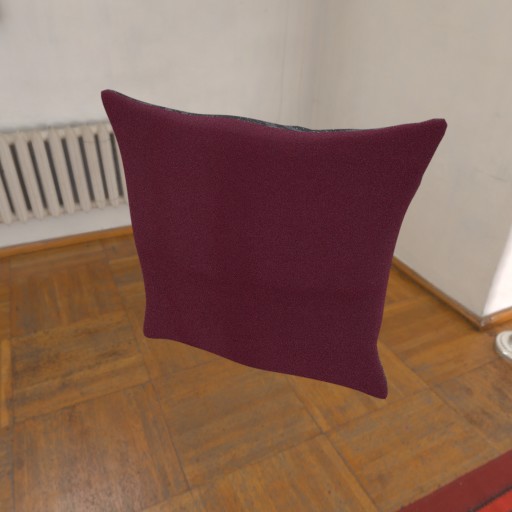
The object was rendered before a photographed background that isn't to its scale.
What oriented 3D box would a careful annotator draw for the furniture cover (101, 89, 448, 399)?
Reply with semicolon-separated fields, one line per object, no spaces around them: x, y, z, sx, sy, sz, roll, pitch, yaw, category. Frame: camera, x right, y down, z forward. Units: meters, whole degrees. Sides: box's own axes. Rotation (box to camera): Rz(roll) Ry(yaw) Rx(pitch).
0.000;0.000;0.760;0.514;0.513;0.163;11;33;17;furniture cover
